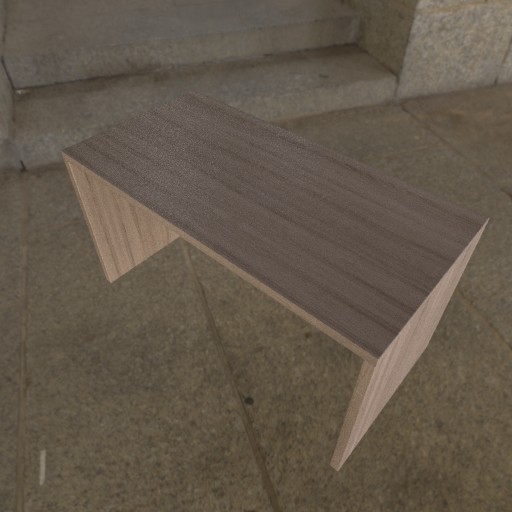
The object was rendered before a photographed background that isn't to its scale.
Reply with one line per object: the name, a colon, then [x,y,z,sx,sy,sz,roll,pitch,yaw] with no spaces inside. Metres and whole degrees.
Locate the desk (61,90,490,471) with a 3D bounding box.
desk: [0.000,0.000,1.817,1.380,0.745,0.690,32,53,28]
